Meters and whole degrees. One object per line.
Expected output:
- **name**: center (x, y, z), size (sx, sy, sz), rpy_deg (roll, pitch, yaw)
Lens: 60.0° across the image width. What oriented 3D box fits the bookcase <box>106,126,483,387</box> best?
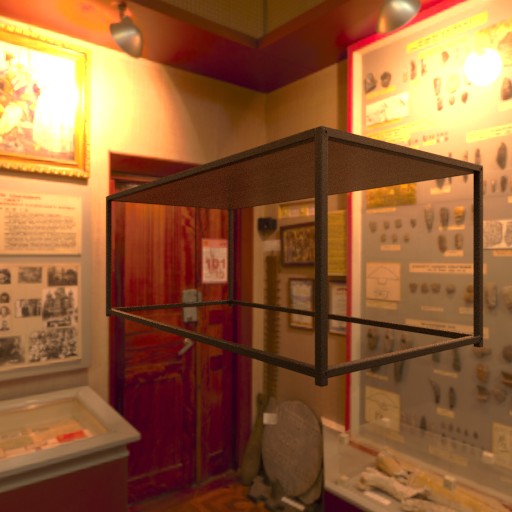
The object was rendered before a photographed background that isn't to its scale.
- **bookcase**: center (0.000, 0.000, 1.224), size (0.500, 0.400, 1.000), rpy_deg (0, 0, -37)
